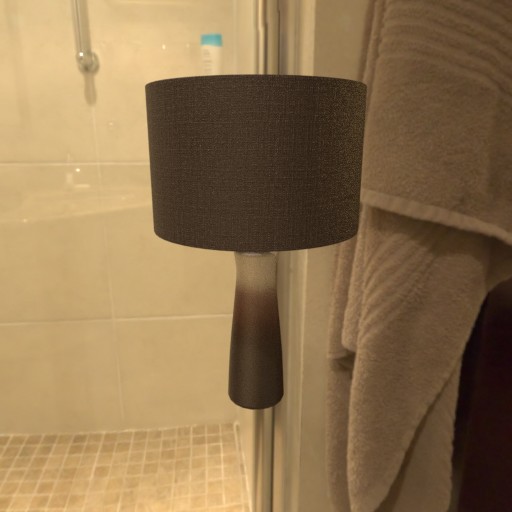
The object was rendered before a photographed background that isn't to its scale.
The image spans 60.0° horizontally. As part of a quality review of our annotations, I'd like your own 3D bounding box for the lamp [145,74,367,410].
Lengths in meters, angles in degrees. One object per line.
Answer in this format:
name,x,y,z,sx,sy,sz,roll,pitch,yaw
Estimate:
lamp,0.000,0.000,0.686,0.303,0.488,0.303,0,15,0
